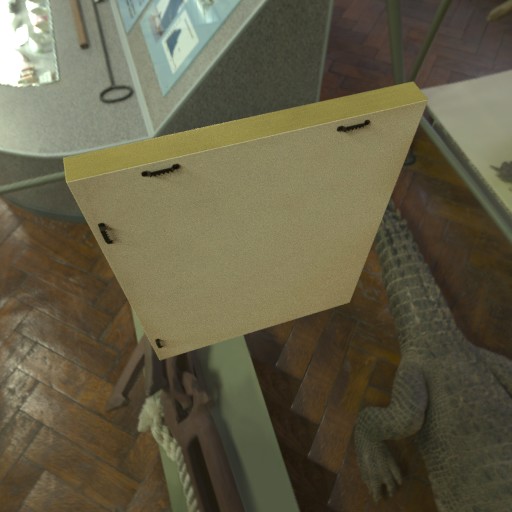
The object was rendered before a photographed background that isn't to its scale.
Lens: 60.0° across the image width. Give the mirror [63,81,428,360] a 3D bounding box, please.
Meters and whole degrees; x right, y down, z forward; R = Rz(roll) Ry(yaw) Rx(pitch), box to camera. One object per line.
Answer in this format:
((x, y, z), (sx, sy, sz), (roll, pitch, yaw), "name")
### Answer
((0.000, 0.000, 0.693), (0.405, 0.508, 0.041), (-15, 58, -10), "mirror")
